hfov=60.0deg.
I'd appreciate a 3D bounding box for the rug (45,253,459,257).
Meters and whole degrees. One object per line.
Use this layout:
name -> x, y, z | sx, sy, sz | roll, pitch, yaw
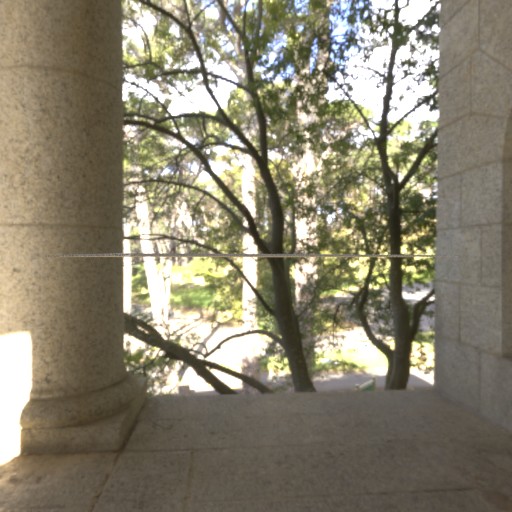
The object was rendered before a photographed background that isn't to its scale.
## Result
rug -> 0.000, 0.000, 3.104 | 2.486, 0.013, 1.548 | 0, 0, -34
